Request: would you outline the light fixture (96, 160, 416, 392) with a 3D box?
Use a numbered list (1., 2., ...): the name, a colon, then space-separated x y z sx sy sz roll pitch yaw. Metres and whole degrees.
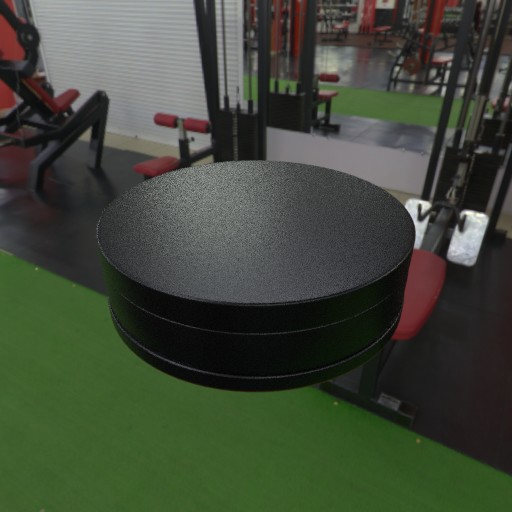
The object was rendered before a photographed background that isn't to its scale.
1. light fixture: 0.000 0.000 0.430 0.283 0.097 0.283 0 31 0
